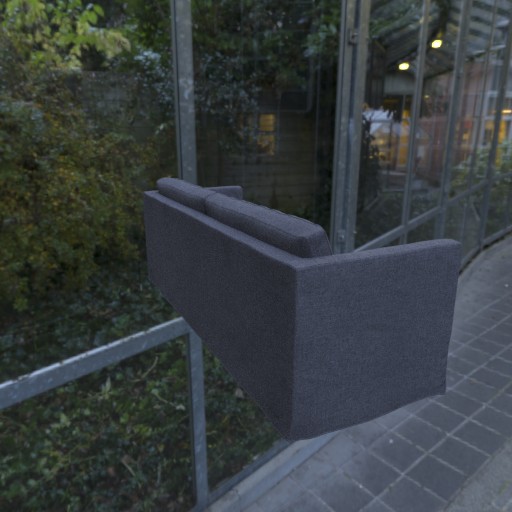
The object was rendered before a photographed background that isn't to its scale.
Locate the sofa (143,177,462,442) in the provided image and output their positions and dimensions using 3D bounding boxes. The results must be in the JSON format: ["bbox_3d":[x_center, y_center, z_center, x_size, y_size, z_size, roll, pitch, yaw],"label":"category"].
[{"bbox_3d":[0.000,0.000,3.284,1.036,0.998,2.779,-8,17,-26],"label":"sofa"}]
